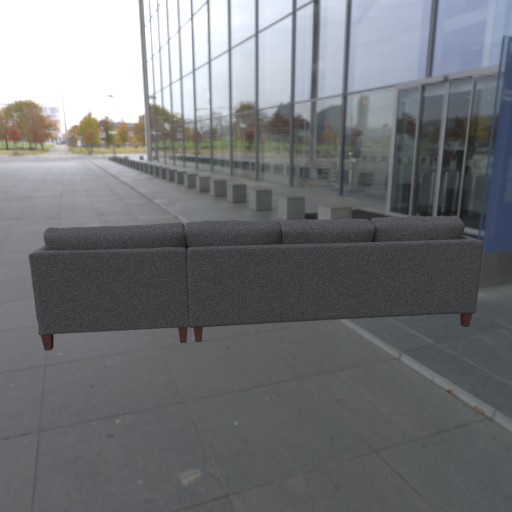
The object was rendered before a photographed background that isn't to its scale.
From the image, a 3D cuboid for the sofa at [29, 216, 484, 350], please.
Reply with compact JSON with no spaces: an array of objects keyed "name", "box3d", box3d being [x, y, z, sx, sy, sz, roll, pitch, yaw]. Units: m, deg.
[{"name":"sofa","box3d":[0.000,0.000,3.880,3.186,0.846,1.625,-2,14,-7]}]
